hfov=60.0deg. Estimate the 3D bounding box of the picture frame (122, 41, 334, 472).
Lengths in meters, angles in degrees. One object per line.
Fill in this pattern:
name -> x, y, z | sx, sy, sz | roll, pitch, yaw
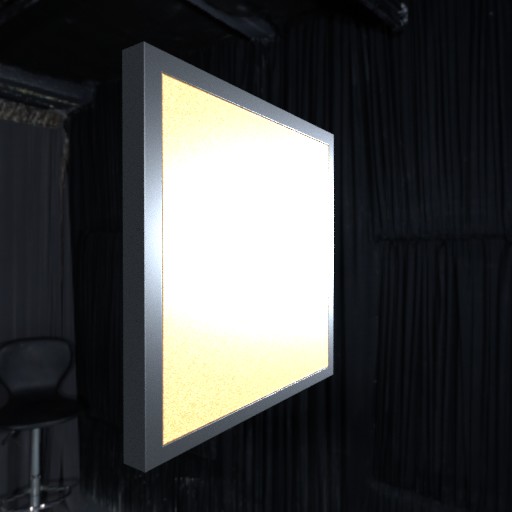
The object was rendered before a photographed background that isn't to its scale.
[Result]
picture frame -> 0.000, 0.000, 0.516 | 0.029, 0.353, 0.355 | 0, 1, 35
